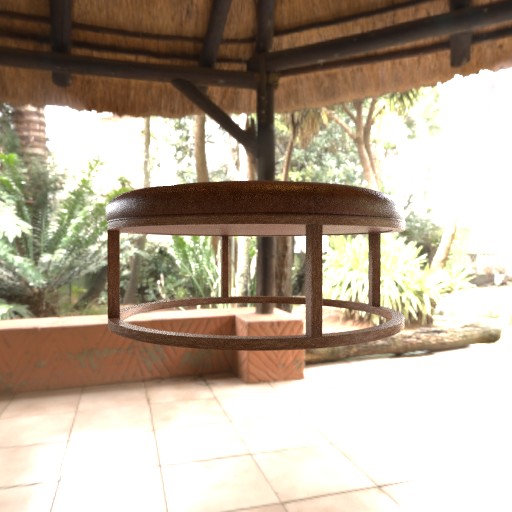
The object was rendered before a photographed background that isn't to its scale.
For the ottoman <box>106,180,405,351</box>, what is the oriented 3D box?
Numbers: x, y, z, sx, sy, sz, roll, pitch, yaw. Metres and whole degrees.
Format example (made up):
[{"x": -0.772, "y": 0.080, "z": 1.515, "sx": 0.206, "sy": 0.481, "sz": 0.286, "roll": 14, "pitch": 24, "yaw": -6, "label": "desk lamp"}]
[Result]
[{"x": 0.000, "y": 0.000, "z": 1.566, "sx": 1.006, "sy": 0.445, "sz": 1.006, "roll": 0, "pitch": 1, "yaw": 0, "label": "ottoman"}]
